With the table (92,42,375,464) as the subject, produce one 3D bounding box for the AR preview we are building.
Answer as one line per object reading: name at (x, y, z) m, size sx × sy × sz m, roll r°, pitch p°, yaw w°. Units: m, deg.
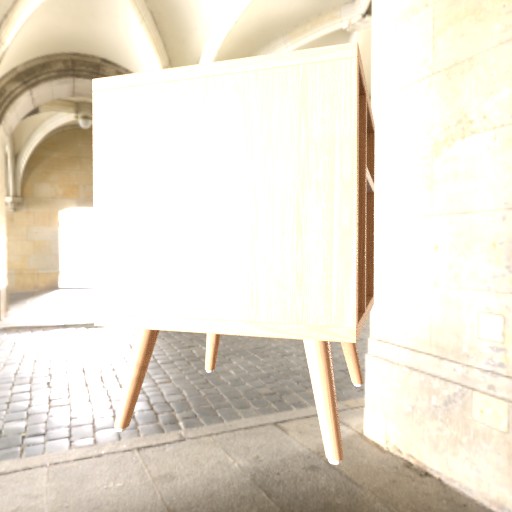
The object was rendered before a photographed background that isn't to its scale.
table at (0.000, 0.000, 0.815) m, size 0.400 × 0.550 × 0.400 m, roll 0°, pitch 1°, yaw 18°
